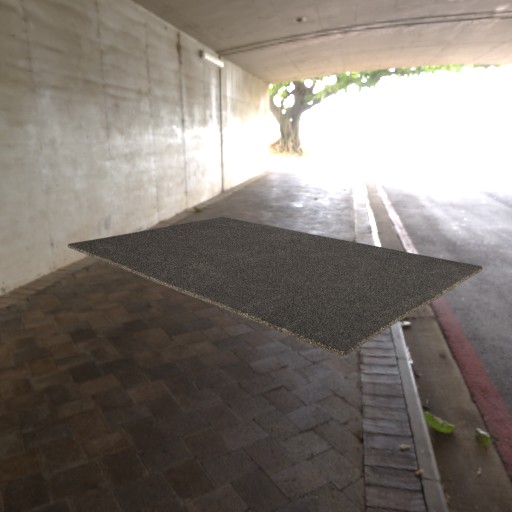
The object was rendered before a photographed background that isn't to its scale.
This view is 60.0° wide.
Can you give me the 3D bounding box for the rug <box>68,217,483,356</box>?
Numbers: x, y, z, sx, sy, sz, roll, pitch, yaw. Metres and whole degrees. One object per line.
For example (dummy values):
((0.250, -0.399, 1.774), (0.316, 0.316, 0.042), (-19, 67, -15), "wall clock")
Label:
((0.000, 0.000, 2.928), (2.350, 0.025, 1.502), (15, 21, 42), "rug")
